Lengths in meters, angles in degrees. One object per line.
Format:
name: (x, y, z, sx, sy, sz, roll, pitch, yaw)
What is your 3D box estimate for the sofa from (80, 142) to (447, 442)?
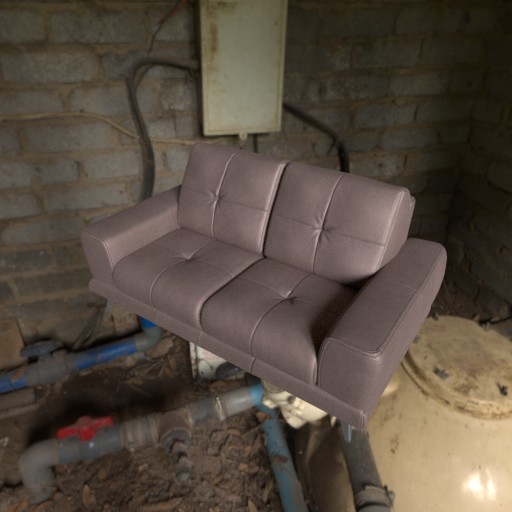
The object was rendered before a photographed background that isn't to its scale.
sofa: (0.000, 0.000, 2.441, 1.806, 0.907, 1.018, 20, 36, 29)
